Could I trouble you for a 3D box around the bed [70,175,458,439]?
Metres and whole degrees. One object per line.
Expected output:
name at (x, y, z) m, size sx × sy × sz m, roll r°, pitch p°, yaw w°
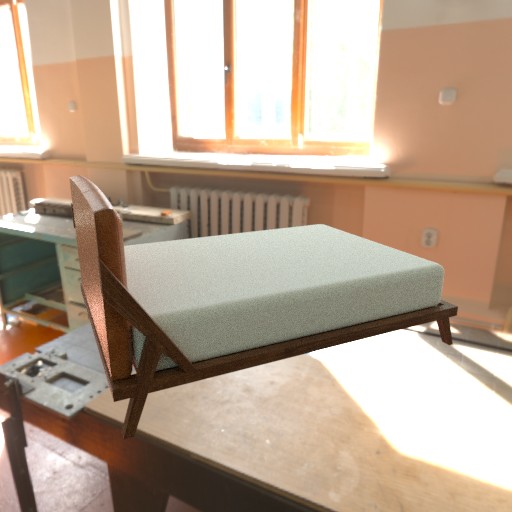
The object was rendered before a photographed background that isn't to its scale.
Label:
bed at (0.000, 0.000, 3.215) m, size 2.311 × 1.168 × 1.651 m, roll -8°, pitch 18°, yaw -25°
